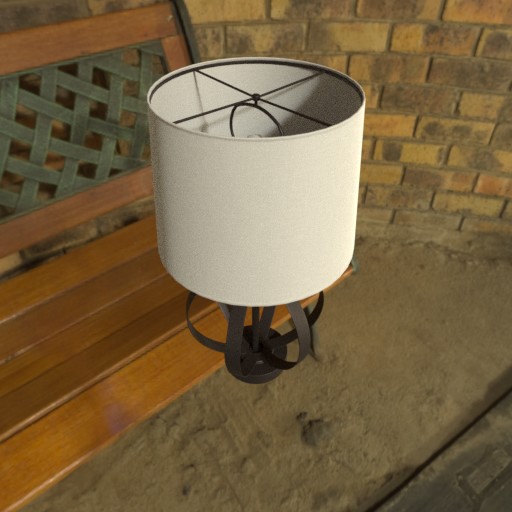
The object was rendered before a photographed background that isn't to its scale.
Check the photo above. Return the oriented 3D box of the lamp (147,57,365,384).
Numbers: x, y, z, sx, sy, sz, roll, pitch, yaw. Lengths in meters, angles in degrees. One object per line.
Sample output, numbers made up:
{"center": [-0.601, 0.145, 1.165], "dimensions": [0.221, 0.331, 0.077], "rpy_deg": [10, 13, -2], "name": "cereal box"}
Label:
{"center": [0.000, 0.000, 0.684], "dimensions": [0.286, 0.510, 0.286], "rpy_deg": [0, 41, 0], "name": "lamp"}
